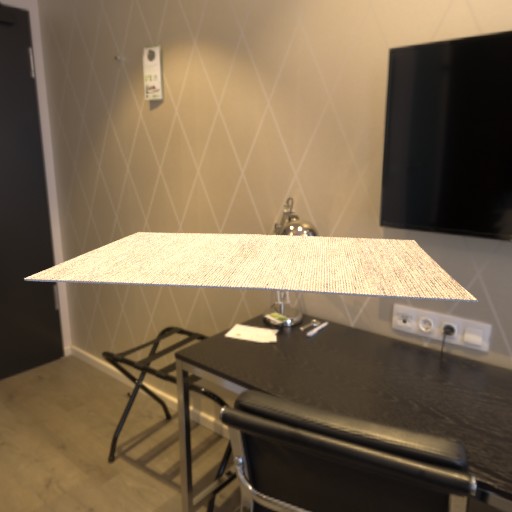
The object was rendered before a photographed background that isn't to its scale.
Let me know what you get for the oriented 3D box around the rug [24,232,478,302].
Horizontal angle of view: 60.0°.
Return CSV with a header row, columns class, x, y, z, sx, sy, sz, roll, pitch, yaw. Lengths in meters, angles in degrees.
class,x,y,z,sx,sy,sz,roll,pitch,yaw
rug,0.000,0.000,2.251,1.773,0.021,1.149,2,13,9
